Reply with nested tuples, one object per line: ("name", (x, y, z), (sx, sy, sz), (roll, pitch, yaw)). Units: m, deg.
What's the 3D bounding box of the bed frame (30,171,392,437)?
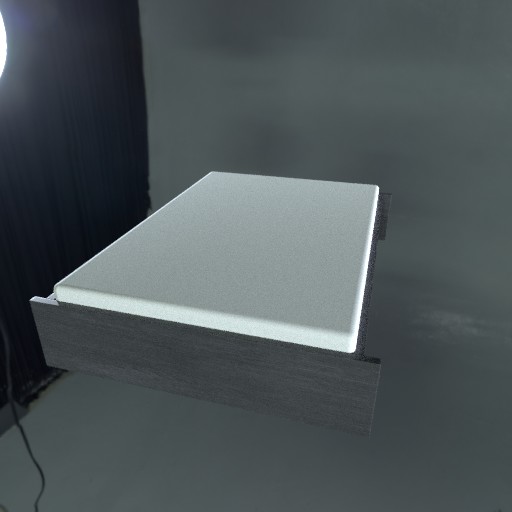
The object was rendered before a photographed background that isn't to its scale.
("bed frame", (0.000, 0.000, 2.648), (1.490, 0.432, 1.950), (8, 28, 15))
